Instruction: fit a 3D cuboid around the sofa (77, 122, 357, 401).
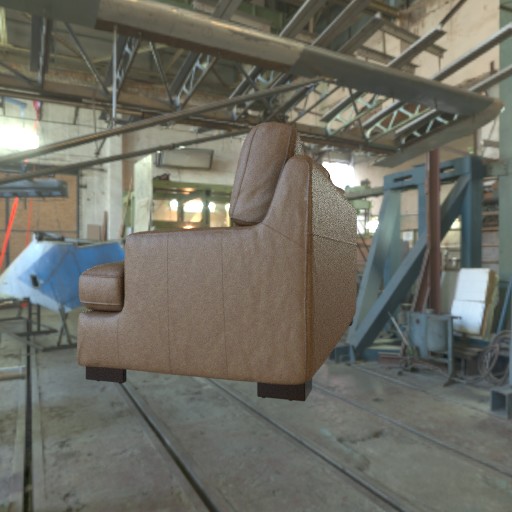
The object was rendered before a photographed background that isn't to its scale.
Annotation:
[{"bbox_3d":[0.000,0.000,2.474,0.962,0.980,1.855,0,0,17],"label":"sofa"}]
